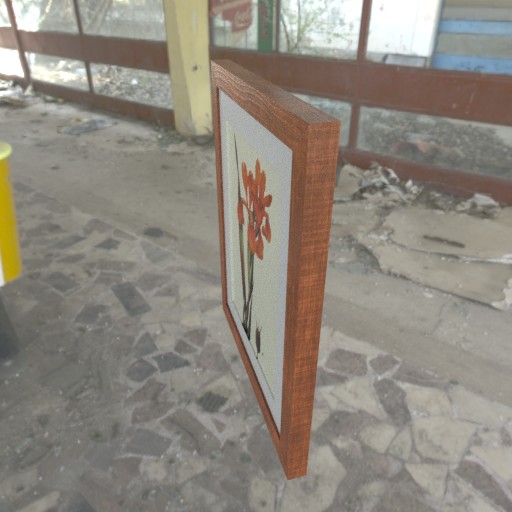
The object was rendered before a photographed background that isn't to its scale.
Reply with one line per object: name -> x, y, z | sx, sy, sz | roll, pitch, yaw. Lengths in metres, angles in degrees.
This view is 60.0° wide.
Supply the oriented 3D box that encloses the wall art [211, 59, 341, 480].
wall art -> 0.000, 0.000, 0.762 | 0.033, 0.567, 0.467 | -9, 32, -14
